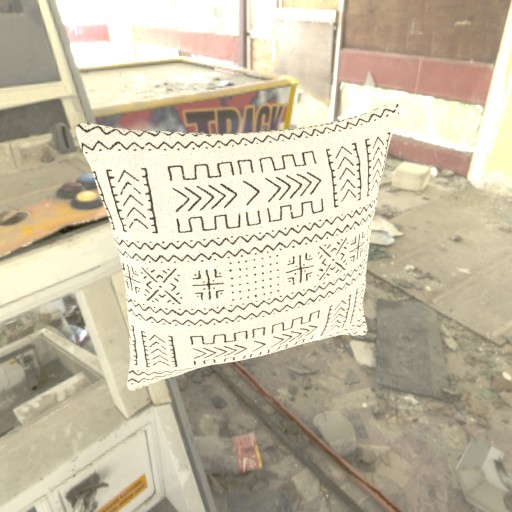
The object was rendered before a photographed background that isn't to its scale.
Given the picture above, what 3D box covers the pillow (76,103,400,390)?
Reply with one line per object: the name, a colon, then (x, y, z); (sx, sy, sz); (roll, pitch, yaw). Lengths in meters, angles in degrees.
pillow: (0.000, 0.000, 0.672); (0.438, 0.430, 0.164); (-9, 32, -16)
